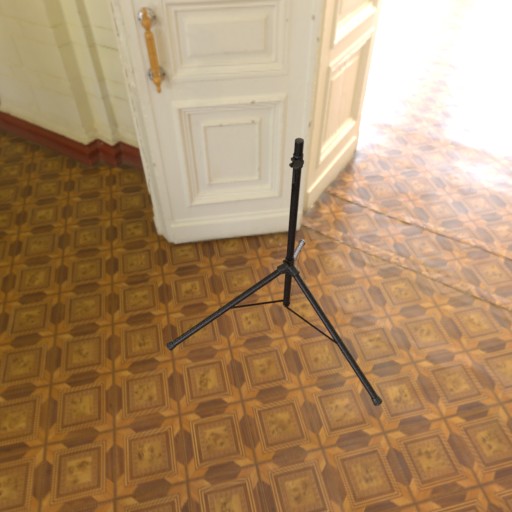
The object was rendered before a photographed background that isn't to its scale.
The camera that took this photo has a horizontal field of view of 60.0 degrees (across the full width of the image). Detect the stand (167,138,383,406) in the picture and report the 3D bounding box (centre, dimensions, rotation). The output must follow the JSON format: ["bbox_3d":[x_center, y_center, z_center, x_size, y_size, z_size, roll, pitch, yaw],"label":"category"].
[{"bbox_3d":[0.000,0.000,2.779,1.339,1.595,1.596,-10,47,-9],"label":"stand"}]
